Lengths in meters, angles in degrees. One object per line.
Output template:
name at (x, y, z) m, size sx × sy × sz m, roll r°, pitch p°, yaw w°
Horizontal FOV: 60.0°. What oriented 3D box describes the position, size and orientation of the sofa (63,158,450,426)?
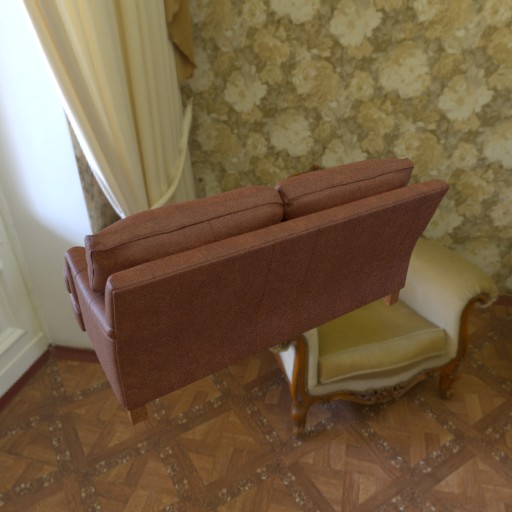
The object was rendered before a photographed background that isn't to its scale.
sofa at (0.000, 0.000, 2.791) m, size 2.144 × 1.071 × 1.147 m, roll -18°, pitch 35°, yaw -28°
